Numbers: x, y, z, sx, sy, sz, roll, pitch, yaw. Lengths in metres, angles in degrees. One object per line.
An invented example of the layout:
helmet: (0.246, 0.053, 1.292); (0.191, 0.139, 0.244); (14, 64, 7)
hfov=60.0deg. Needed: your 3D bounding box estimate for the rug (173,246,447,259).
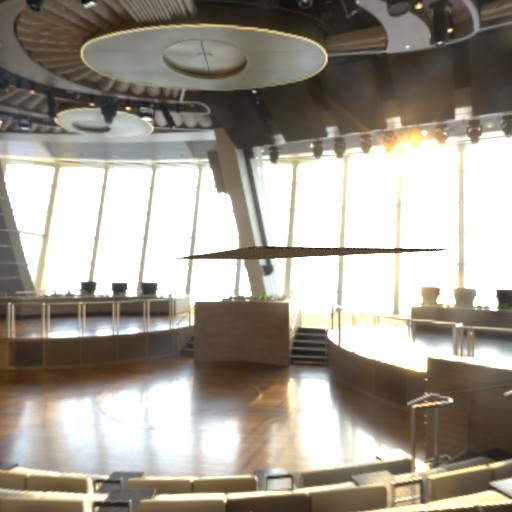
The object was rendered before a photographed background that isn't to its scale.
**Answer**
rug: (0.000, 0.000, 2.478); (0.686, 0.008, 2.286); (0, -1, -16)
